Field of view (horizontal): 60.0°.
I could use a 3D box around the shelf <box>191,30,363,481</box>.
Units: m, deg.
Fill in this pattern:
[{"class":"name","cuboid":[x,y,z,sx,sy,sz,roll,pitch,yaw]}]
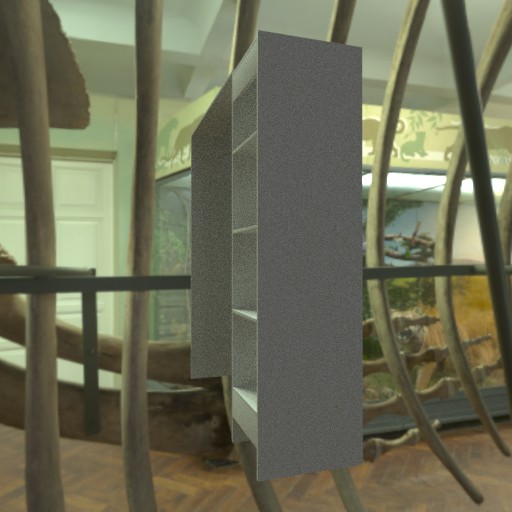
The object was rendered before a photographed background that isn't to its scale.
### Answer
[{"class":"shelf","cuboid":[0.000,0.000,2.611,0.500,1.810,1.600,0,0,-18]}]
